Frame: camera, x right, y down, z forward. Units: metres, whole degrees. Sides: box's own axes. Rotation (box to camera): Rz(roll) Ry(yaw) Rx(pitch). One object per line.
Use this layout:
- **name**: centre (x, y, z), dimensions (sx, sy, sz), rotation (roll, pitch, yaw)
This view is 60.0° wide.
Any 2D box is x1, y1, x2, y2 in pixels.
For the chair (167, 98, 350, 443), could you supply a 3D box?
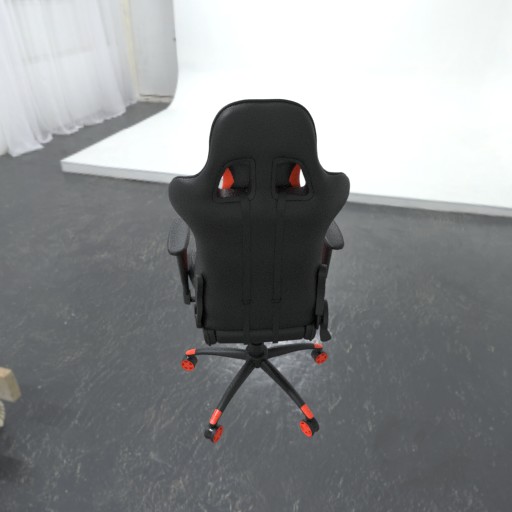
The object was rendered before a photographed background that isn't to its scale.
- **chair**: centre (0.000, 0.000, 1.731), dimensions (0.695, 1.282, 0.730), rotation (-2, 31, -4)
